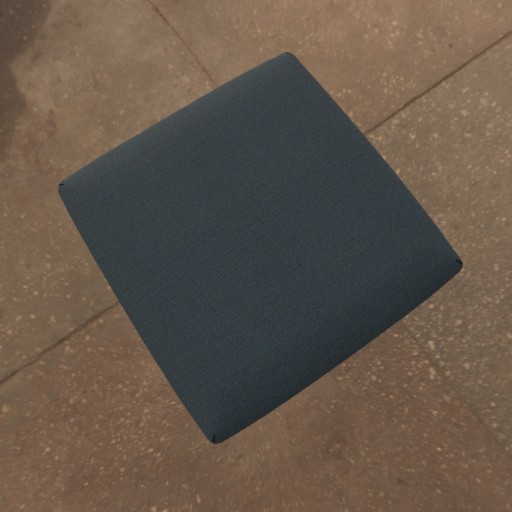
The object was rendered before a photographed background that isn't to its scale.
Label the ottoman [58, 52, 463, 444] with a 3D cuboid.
[{"bbox_3d":[0.000,0.000,0.906,0.497,0.475,0.507,-33,77,-8],"label":"ottoman"}]
